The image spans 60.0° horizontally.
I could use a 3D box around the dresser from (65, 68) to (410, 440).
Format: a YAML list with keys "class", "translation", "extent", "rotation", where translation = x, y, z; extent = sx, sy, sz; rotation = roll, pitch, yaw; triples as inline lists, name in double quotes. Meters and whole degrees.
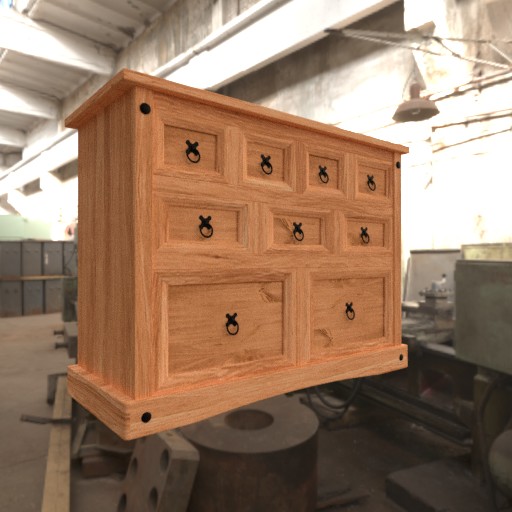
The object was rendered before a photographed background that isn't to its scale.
- class: "dresser"
  translation: [0.000, 0.000, 1.336]
  extent: [0.990, 0.740, 0.410]
  rotation: [0, -1, -38]
